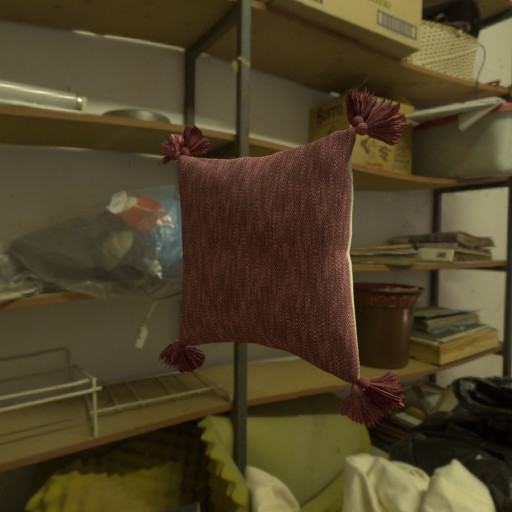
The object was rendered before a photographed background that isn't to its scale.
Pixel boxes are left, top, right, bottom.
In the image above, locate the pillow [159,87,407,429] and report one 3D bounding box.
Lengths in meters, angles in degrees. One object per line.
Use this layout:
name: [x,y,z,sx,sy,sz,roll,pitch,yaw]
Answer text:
pillow: [0.000,0.000,0.974,0.641,0.659,0.138,1,2,36]
